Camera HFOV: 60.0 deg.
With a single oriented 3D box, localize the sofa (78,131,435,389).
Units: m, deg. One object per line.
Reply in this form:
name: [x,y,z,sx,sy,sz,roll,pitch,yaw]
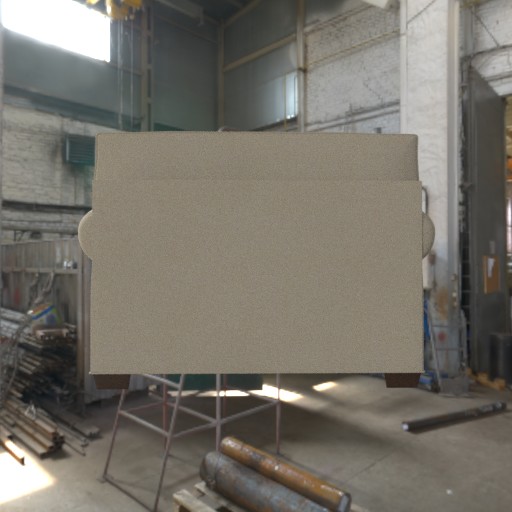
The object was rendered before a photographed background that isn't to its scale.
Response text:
sofa: [0.000,0.000,2.107,1.405,1.006,0.937,0,-1,-1]
